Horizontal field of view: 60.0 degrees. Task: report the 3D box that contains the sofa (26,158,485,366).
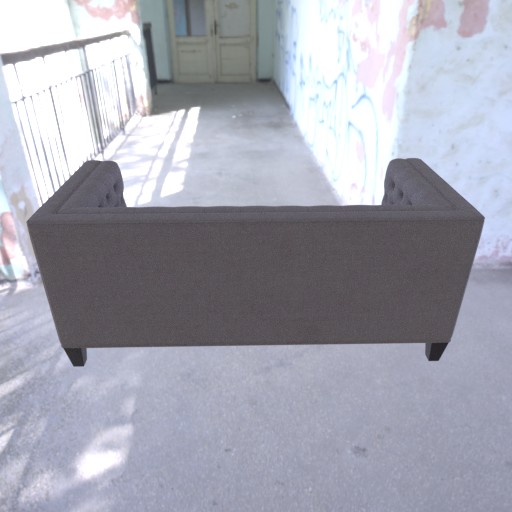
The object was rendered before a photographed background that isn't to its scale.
[{"bbox_3d":[0.000,0.000,2.217,1.778,0.762,0.775,-1,30,-1],"label":"sofa"}]
